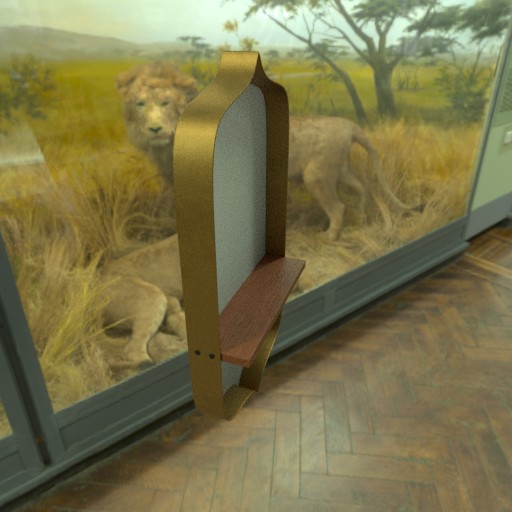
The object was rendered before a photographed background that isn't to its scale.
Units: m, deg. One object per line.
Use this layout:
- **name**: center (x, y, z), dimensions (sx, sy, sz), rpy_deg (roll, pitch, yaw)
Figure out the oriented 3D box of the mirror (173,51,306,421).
- **mirror**: center (0.000, 0.000, 0.731), dimensions (0.096, 0.613, 0.323), rpy_deg (10, 29, 18)
